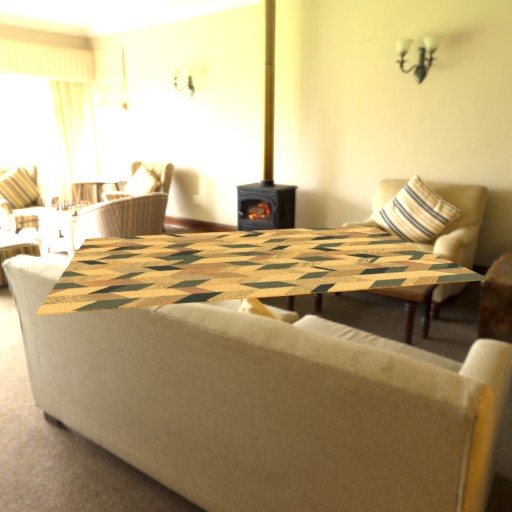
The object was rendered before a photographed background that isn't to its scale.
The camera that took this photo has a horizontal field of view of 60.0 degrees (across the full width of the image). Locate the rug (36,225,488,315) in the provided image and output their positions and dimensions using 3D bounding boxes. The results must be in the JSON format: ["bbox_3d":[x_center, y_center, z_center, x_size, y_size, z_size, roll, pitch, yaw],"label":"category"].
[{"bbox_3d":[0.000,0.000,3.012,2.423,0.008,1.513,-3,16,-11],"label":"rug"}]
